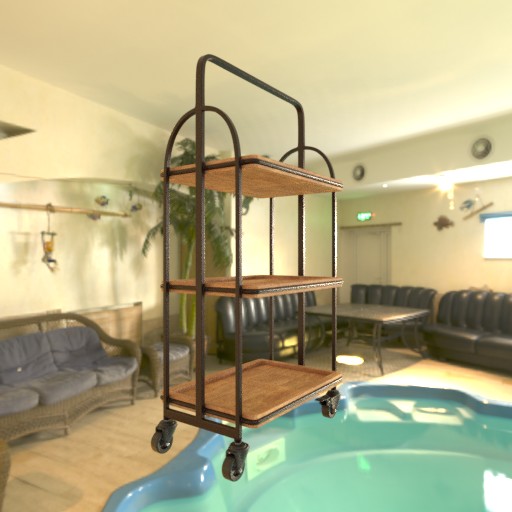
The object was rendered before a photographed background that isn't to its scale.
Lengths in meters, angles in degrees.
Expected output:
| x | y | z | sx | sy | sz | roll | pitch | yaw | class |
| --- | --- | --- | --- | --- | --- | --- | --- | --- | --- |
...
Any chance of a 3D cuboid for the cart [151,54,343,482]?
| x | y | z | sx | sy | sz | roll | pitch | yaw | class |
| --- | --- | --- | --- | --- | --- | --- | --- | --- | --- |
| 0.000 | 0.000 | 1.263 | 0.327 | 1.001 | 0.553 | 0 | 0 | 36 | cart |
